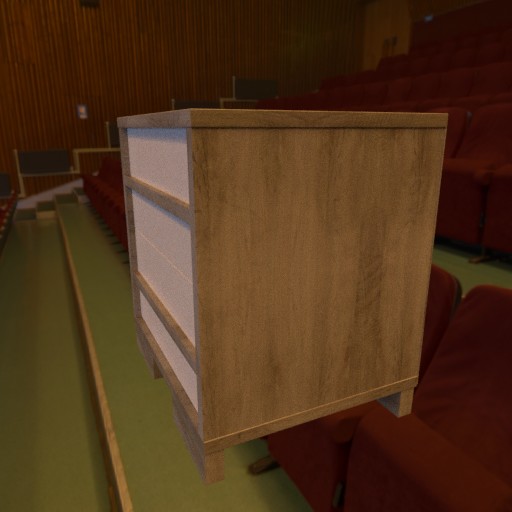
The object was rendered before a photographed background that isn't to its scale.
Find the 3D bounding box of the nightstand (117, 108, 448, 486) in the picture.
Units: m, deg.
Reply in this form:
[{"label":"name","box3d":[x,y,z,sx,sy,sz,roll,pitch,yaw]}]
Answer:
[{"label":"nightstand","box3d":[0.000,0.000,0.743,0.347,0.448,0.427,-8,18,-25]}]
